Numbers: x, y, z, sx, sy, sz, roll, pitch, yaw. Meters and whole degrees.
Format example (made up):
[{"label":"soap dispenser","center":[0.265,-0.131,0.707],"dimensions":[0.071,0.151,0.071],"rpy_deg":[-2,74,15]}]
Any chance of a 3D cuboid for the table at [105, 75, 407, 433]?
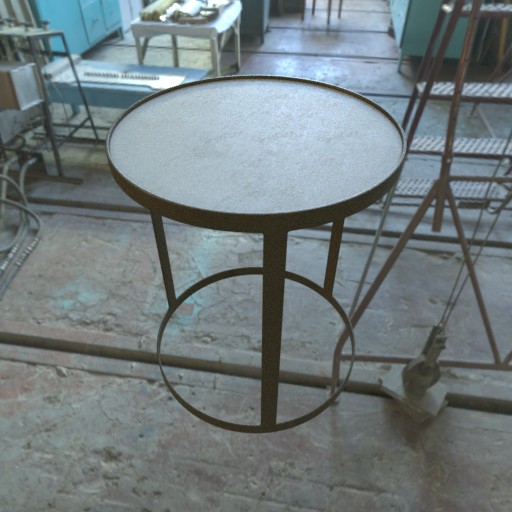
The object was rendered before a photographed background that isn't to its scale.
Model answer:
[{"label":"table","center":[0.000,0.000,0.915],"dimensions":[0.480,0.565,0.480],"rpy_deg":[0,42,0]}]
